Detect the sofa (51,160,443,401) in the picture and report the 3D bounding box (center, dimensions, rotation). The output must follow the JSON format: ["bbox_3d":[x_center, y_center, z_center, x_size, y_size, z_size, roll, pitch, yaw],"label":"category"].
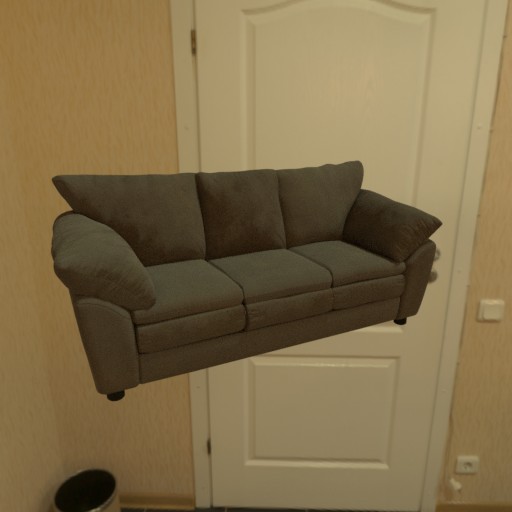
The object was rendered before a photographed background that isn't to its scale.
[{"bbox_3d":[0.000,0.000,2.795,2.336,1.073,0.878,-8,18,-26],"label":"sofa"}]
